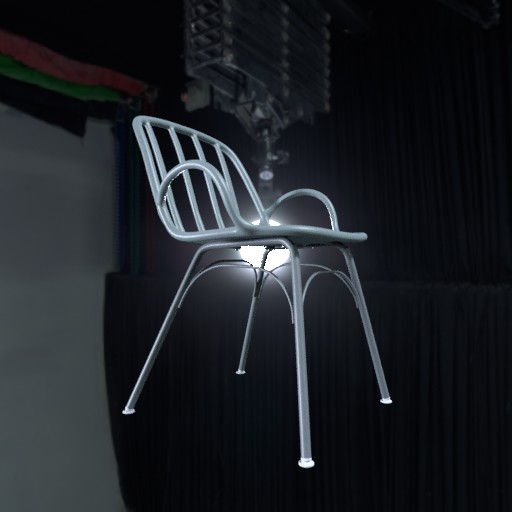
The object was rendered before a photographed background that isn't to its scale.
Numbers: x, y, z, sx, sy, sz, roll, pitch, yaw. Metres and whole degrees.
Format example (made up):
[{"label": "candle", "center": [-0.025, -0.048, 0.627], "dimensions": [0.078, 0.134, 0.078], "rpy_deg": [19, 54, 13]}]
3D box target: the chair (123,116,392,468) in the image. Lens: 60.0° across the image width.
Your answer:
[{"label": "chair", "center": [0.000, 0.000, 1.218], "dimensions": [0.597, 0.816, 0.549], "rpy_deg": [0, 0, 35]}]
